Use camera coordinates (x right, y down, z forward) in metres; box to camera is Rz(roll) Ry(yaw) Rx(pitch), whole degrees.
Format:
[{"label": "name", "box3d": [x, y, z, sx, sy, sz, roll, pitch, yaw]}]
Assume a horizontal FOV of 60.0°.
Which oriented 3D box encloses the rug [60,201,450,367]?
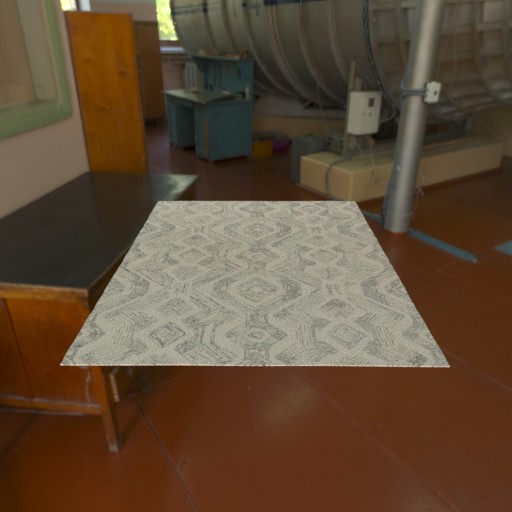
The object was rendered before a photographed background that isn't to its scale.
[{"label": "rug", "box3d": [0.000, 0.000, 4.113, 2.430, 0.030, 3.054, 0, 27, 0]}]
